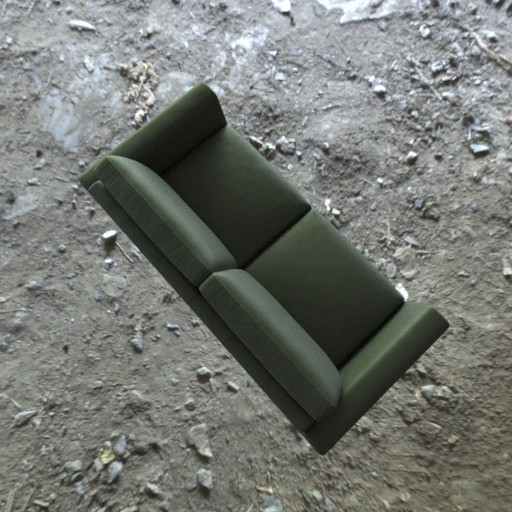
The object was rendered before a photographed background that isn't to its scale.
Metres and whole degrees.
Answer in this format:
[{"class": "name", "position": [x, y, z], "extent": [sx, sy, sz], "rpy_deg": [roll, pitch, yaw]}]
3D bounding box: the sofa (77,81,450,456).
[{"class": "sofa", "position": [0.000, 0.000, 2.575], "extent": [0.953, 0.875, 2.017], "rpy_deg": [-42, 79, -10]}]
